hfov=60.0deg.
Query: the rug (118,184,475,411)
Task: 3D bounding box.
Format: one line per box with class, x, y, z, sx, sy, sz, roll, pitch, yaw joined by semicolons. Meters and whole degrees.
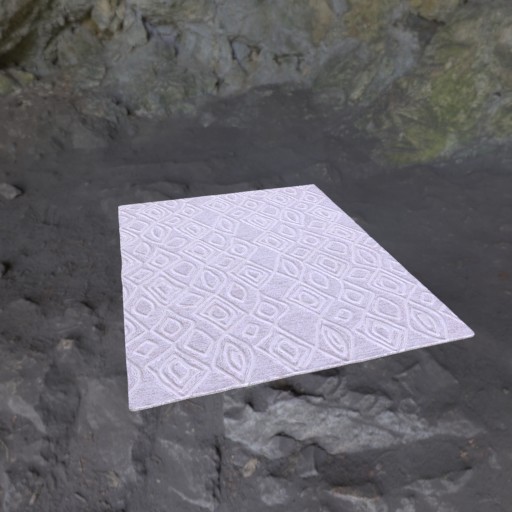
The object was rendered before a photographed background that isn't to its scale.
rug;0.000;0.000;4.166;2.449;0.025;3.049;-8;32;-14
